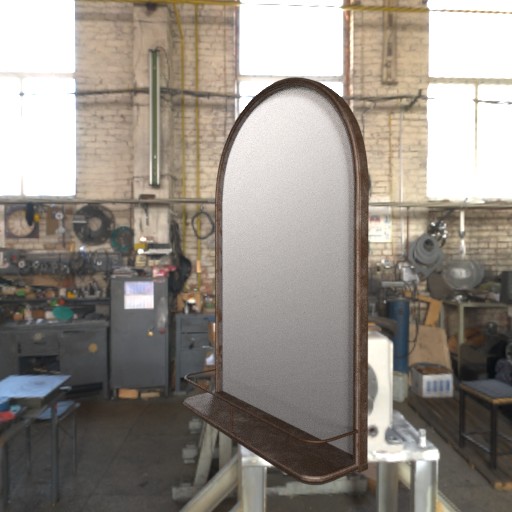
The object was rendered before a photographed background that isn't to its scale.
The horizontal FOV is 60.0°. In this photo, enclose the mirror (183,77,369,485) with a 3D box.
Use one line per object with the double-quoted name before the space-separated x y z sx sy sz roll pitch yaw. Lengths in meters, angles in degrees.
"mirror" 0.000 0.000 0.966 0.137 0.770 0.510 -1 1 -36
